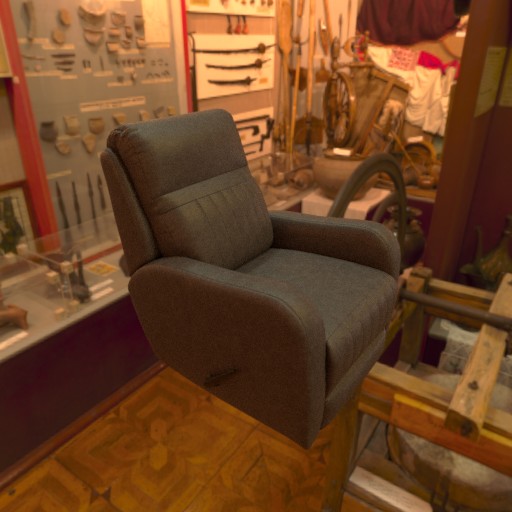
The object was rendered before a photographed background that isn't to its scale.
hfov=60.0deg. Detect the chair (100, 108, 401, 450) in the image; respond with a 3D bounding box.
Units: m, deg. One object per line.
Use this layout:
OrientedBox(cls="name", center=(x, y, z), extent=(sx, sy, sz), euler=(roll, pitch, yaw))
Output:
OrientedBox(cls="chair", center=(0.000, 0.000, 1.854), extent=(1.067, 1.067, 0.865), euler=(18, 31, 32))
